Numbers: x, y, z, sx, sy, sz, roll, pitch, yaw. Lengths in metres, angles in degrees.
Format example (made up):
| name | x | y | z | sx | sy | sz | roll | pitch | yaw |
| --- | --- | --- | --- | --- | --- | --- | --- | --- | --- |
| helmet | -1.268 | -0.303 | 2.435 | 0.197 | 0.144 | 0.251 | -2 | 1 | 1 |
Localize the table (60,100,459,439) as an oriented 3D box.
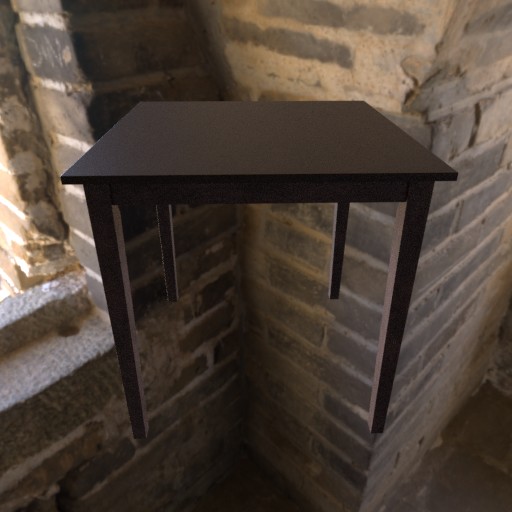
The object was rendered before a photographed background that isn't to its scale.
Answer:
| name | x | y | z | sx | sy | sz | roll | pitch | yaw |
| --- | --- | --- | --- | --- | --- | --- | --- | --- | --- |
| table | 0.000 | 0.000 | 1.346 | 0.749 | 0.770 | 0.749 | -1 | 29 | -1 |
